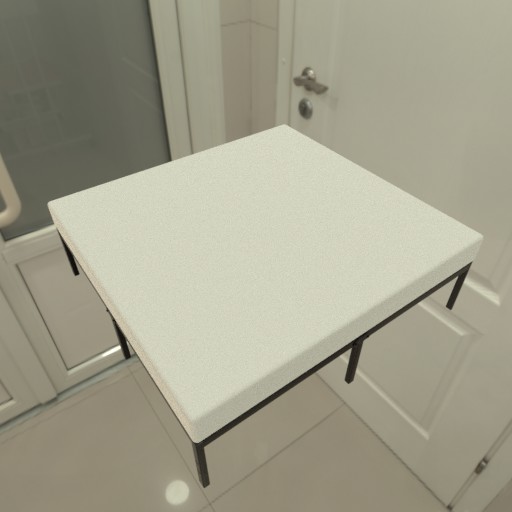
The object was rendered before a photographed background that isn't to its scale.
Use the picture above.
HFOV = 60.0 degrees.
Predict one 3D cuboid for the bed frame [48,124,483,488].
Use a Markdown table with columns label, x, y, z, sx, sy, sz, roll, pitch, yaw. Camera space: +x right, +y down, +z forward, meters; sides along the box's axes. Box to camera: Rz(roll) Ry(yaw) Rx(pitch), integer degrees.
| label | x | y | z | sx | sy | sz | roll | pitch | yaw |
| --- | --- | --- | --- | --- | --- | --- | --- | --- | --- |
| bed frame | 0.000 | 0.000 | 3.058 | 2.079 | 0.659 | 1.963 | -26 | 47 | -26 |
